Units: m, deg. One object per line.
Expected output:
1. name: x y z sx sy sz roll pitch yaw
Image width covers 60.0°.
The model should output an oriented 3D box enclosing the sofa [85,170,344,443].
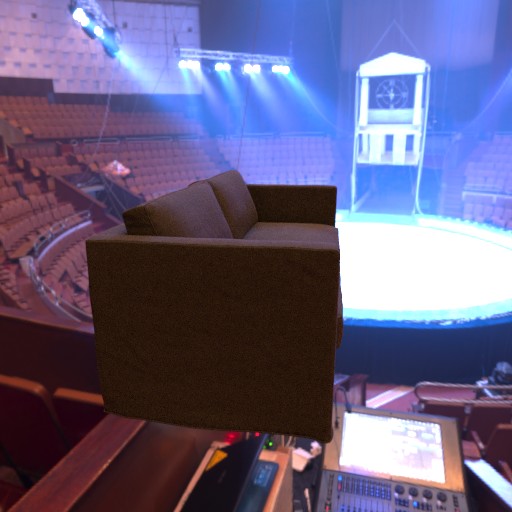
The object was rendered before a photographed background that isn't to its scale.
1. sofa: 0.000 0.000 2.516 0.953 0.855 1.982 3 15 9
